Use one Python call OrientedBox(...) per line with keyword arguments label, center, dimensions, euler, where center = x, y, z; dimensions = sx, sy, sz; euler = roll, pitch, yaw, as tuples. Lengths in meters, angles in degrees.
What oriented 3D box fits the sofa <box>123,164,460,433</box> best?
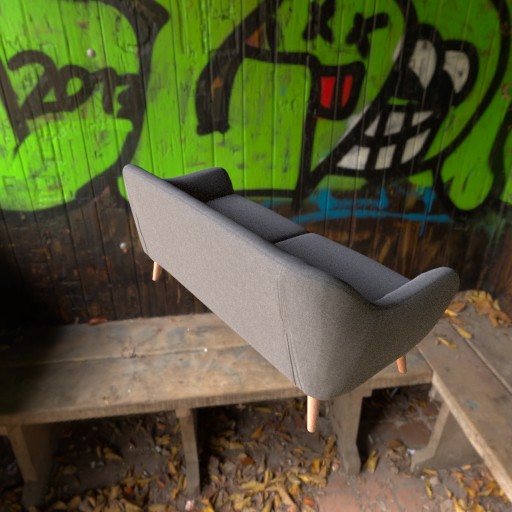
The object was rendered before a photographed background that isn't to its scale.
OrientedBox(label="sofa", center=(0.000, 0.000, 2.326), dimensions=(0.820, 0.820, 1.840), euler=(-19, 34, -32))
